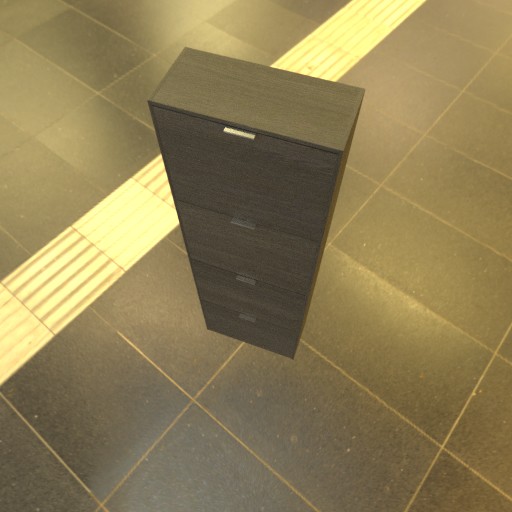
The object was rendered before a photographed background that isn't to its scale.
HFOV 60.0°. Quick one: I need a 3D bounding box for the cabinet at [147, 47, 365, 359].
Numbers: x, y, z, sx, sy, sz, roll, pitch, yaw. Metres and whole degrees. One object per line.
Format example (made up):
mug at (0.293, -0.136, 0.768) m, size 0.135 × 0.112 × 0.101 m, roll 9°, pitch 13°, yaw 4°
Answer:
cabinet at (0.000, 0.000, 1.851) m, size 0.520 × 1.630 × 0.255 m, roll 17°, pitch 61°, yaw 10°
